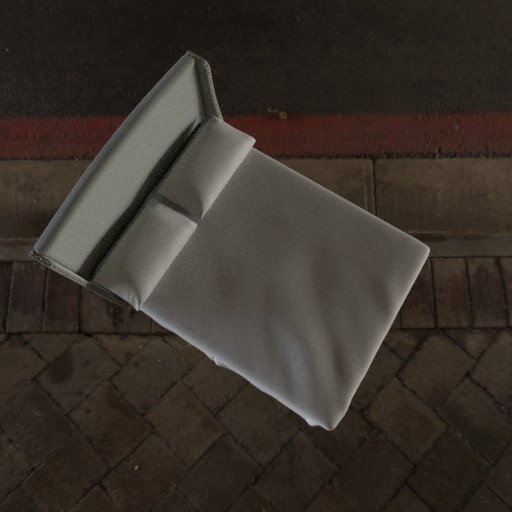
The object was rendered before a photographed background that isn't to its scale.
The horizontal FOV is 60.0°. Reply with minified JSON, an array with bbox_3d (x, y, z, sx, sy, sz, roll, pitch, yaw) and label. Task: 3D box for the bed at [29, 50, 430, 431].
[{"bbox_3d":[0.000,0.000,3.303,2.237,1.407,1.710,31,77,8],"label":"bed"}]
